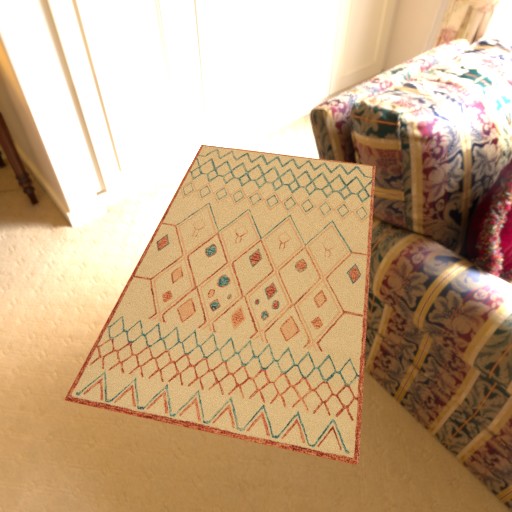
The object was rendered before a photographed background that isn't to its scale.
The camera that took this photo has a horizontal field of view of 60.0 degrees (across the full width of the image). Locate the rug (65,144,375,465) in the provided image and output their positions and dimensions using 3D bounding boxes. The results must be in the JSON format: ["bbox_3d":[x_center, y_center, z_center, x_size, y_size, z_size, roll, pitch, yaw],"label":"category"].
[{"bbox_3d":[0.000,0.000,3.020,1.524,0.015,2.438,9,48,8],"label":"rug"}]
